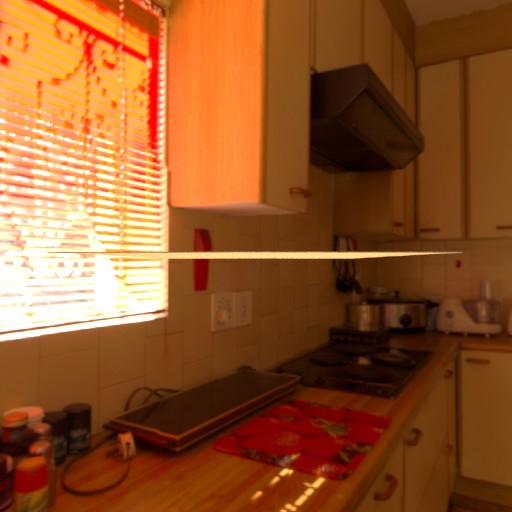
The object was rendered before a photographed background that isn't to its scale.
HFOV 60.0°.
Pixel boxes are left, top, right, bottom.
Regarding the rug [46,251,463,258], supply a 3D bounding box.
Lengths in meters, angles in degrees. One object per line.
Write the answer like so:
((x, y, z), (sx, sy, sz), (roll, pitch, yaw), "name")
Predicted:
((0.000, 0.000, 4.065), (2.438, 0.013, 3.048), (0, -1, 1), "rug")
